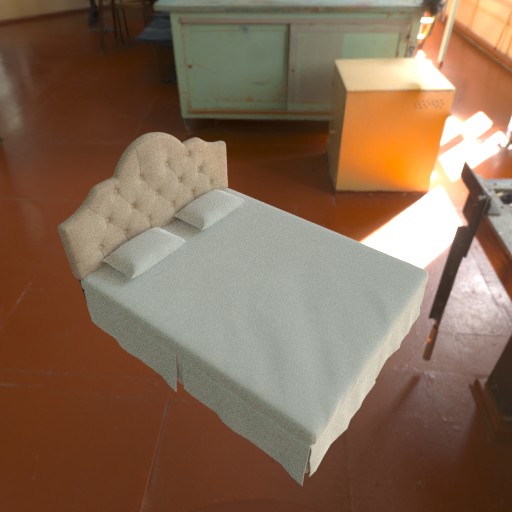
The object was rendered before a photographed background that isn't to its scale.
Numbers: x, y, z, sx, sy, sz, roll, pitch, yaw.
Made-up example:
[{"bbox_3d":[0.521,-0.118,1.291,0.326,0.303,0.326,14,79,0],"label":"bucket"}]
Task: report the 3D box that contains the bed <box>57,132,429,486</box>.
[{"bbox_3d":[0.000,0.000,2.971,1.970,1.194,1.667,26,46,28],"label":"bed"}]
